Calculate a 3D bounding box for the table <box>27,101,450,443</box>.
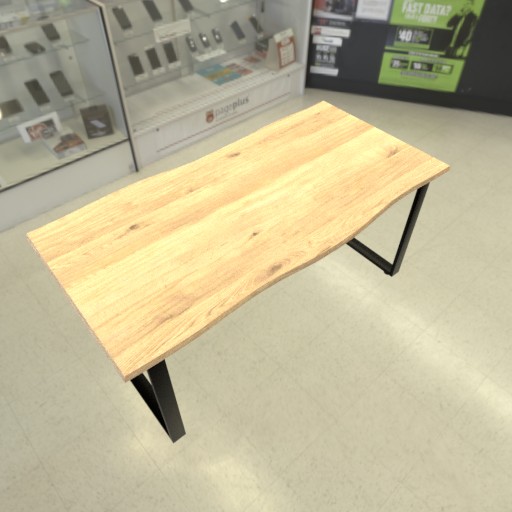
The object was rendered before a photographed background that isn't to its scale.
[{"bbox_3d":[0.000,0.000,2.301,1.800,0.780,0.900,-31,54,-26],"label":"table"}]
